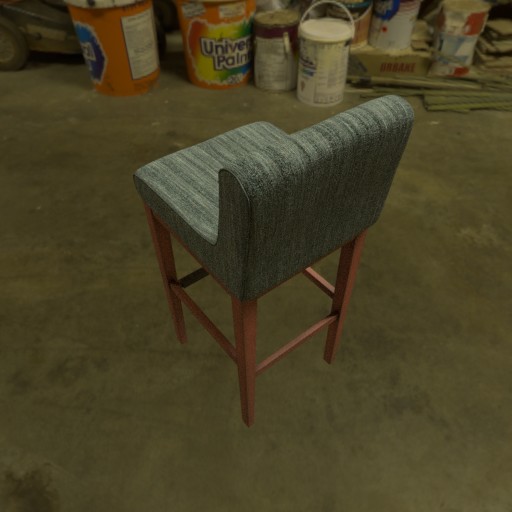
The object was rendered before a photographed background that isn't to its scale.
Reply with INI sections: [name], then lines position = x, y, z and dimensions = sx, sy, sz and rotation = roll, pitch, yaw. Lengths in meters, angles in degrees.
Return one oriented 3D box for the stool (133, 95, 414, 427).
[stool]
position = 0.000, 0.000, 1.234
dimensions = 0.426, 0.965, 0.499
rotation = -29, 52, -26
